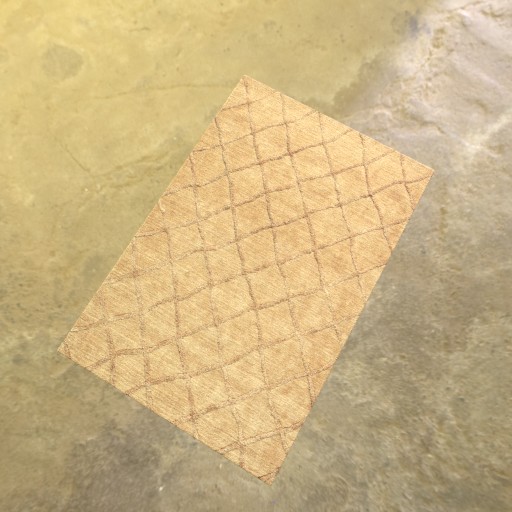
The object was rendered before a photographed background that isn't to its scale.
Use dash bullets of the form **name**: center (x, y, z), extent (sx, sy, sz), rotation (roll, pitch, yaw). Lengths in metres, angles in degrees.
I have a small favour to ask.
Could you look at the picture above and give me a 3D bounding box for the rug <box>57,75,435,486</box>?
- **rug**: center (0.000, 0.000, 2.906), extent (1.528, 0.014, 2.292), rotation (29, 77, 7)
